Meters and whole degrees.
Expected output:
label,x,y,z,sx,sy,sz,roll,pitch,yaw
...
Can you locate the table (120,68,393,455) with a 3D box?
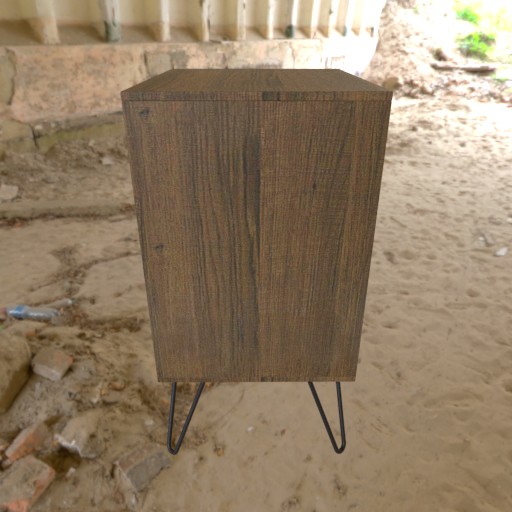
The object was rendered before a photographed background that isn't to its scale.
label,x,y,z,sx,sy,sz,roll,pitch,yaw
table,0.000,0.000,1.154,0.457,0.866,0.526,0,27,0
